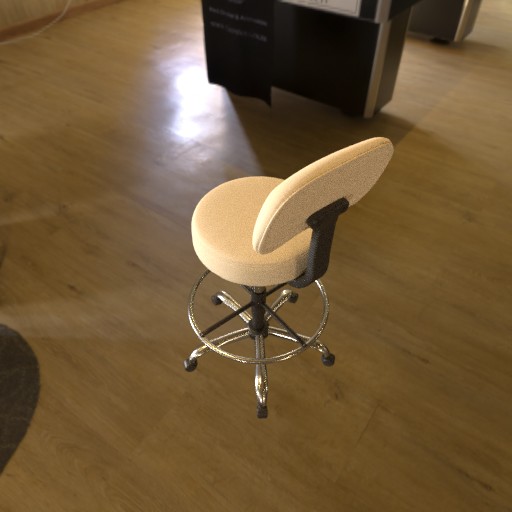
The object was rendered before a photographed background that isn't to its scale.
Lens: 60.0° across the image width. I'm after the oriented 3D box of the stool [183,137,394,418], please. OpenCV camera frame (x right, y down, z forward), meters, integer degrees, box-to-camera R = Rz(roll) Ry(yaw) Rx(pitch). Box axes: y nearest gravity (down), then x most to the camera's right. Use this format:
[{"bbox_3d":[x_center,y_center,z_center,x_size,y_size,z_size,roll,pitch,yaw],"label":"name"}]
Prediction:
[{"bbox_3d":[0.000,0.000,1.483,0.609,1.080,0.616,-30,53,-25],"label":"stool"}]
